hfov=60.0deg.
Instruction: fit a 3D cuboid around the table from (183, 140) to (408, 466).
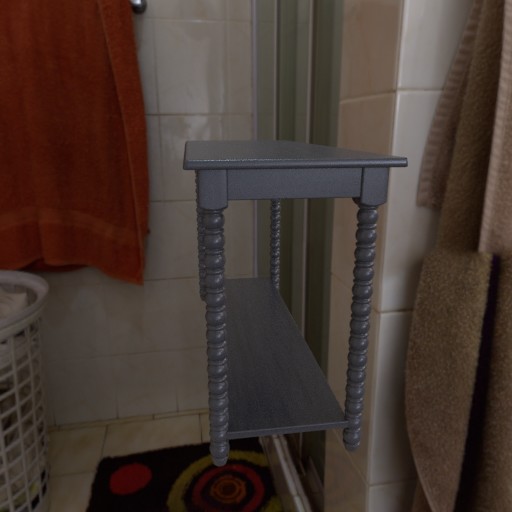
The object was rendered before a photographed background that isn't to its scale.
[{"bbox_3d":[0.000,0.000,1.523,0.459,0.735,1.184,-2,16,-8],"label":"table"}]
